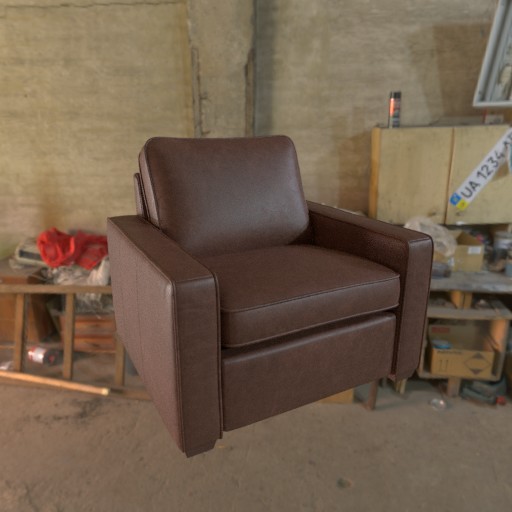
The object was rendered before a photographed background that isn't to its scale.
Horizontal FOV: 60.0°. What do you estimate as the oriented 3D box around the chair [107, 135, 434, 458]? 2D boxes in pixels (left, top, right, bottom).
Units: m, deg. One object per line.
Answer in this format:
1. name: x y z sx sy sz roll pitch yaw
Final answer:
1. chair: 0.000 0.000 1.785 1.017 0.919 0.940 -9 20 -27
